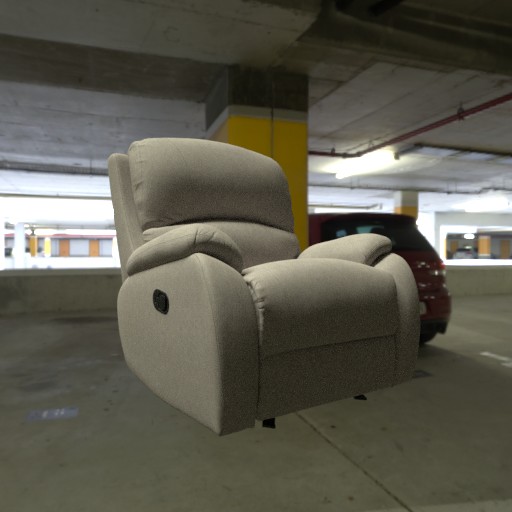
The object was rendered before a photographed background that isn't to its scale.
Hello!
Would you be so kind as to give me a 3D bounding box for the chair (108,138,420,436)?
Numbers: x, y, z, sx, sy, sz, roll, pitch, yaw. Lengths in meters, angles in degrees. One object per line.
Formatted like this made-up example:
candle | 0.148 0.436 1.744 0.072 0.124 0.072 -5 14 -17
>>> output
chair | 0.000 0.000 1.722 0.930 1.011 0.899 0 1 -37
